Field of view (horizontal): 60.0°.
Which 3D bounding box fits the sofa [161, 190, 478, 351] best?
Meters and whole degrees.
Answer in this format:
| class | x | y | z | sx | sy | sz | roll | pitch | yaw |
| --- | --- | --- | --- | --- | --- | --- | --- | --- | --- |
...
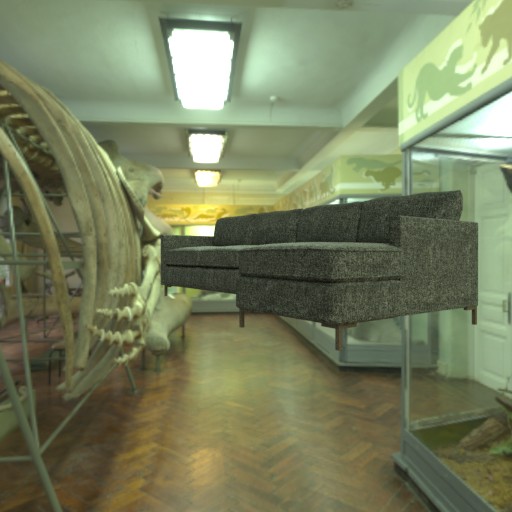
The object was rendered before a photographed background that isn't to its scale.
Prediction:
| class | x | y | z | sx | sy | sz | roll | pitch | yaw |
| --- | --- | --- | --- | --- | --- | --- | --- | --- | --- |
| sofa | 0.000 | 0.000 | 4.035 | 1.488 | 0.970 | 3.384 | 0 | 0 | -36 |
